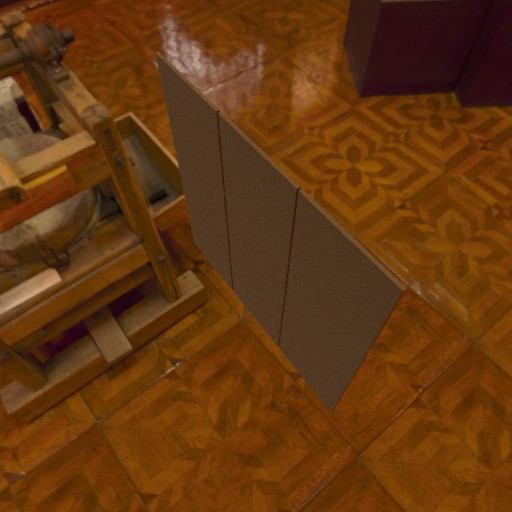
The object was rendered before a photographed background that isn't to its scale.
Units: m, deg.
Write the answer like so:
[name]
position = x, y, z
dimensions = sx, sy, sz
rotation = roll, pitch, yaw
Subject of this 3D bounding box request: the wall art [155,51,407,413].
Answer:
[wall art]
position = 0.000, 0.000, 1.398
dimensions = 0.010, 0.917, 0.919
rotation = -32, 63, -19
